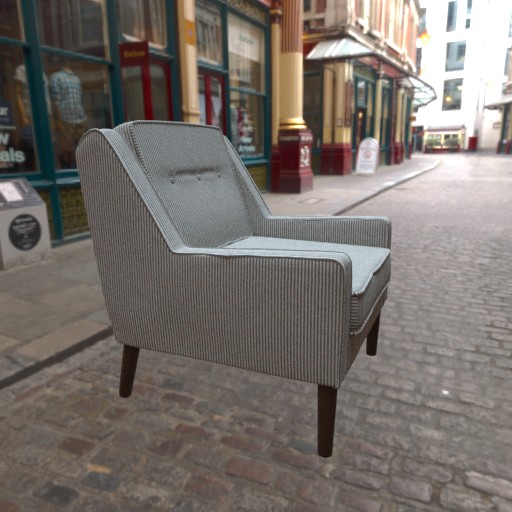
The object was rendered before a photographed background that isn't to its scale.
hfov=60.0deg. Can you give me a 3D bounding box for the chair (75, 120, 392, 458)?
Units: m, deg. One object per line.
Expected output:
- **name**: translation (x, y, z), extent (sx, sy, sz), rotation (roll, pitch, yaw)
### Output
- **chair**: translation (0.000, 0.000, 1.349), extent (0.743, 0.792, 0.663), rotation (6, 15, 24)
